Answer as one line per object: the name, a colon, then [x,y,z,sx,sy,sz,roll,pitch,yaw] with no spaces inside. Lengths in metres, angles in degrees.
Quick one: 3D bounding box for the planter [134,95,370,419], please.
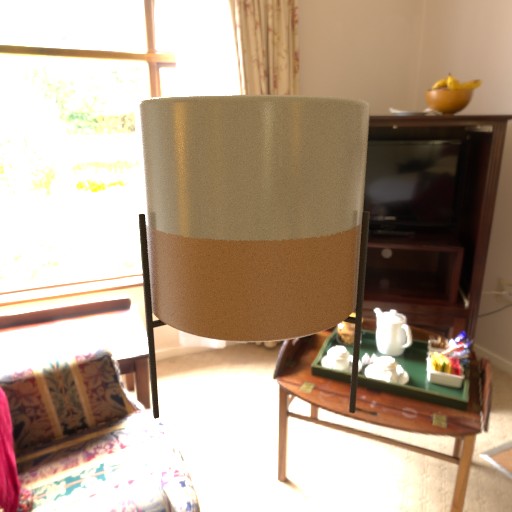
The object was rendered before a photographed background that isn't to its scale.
planter: [0.000,0.000,0.730,0.360,0.480,0.348,8,18,26]
